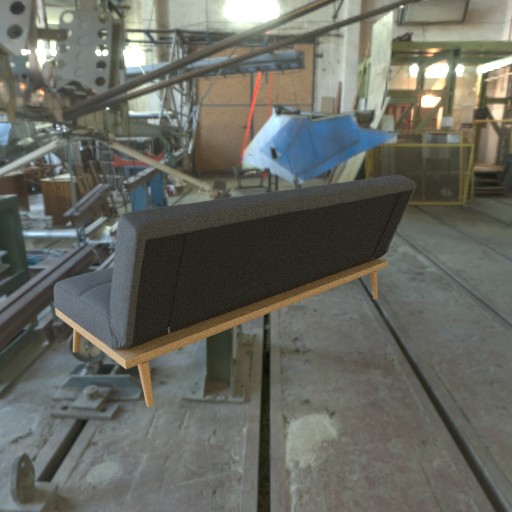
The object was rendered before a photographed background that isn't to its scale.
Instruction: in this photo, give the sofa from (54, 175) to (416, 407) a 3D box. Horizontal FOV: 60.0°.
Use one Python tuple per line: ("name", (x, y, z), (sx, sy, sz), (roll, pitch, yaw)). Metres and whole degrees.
("sofa", (0.000, 0.000, 2.317), (1.820, 0.770, 0.820), (-15, 22, -42))
